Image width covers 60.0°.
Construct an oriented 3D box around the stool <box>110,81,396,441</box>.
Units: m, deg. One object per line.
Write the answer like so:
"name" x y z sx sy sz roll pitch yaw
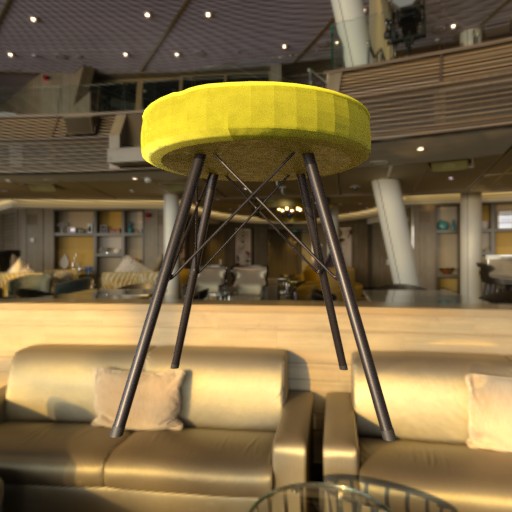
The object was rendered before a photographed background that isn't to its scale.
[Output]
"stool" 0.000 0.000 0.812 0.409 0.508 0.409 0 0 2
